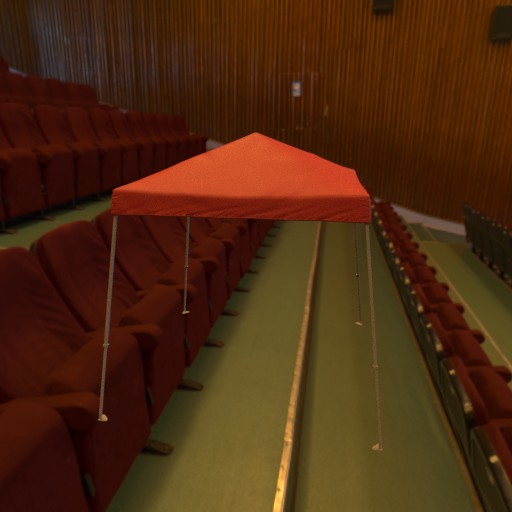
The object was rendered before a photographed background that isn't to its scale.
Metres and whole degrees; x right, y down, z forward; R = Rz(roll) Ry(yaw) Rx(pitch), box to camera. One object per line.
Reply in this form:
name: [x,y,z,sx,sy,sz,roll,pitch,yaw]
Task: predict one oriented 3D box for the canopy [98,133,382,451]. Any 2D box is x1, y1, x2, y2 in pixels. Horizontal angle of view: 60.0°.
canopy: [0.000,0.000,6.713,3.599,3.600,3.600,3,16,9]
